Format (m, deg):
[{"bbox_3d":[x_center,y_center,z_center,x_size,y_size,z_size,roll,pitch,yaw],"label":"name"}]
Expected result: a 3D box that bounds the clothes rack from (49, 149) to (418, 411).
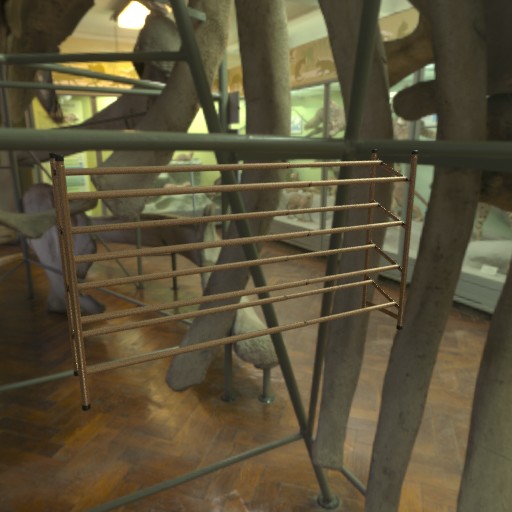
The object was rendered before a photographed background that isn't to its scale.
[{"bbox_3d":[0.000,0.000,1.463,1.168,0.672,0.229,-7,16,-27],"label":"clothes rack"}]
